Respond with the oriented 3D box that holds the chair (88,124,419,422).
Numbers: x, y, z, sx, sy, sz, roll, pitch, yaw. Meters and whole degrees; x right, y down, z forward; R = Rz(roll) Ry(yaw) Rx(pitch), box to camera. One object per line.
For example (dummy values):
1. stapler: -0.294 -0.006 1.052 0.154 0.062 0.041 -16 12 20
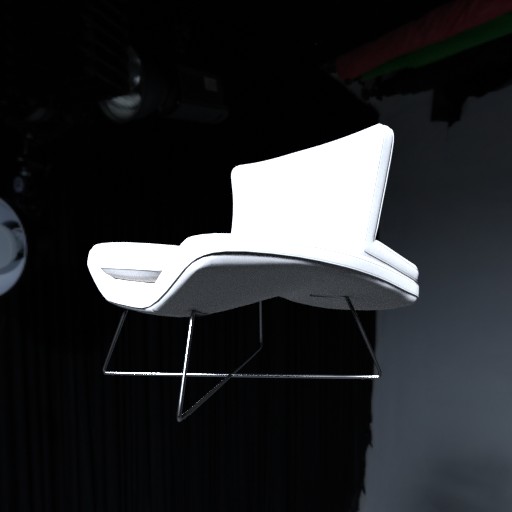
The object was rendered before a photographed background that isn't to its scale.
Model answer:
1. chair: 0.000 0.000 1.638 1.008 0.855 0.859 0 0 -37
